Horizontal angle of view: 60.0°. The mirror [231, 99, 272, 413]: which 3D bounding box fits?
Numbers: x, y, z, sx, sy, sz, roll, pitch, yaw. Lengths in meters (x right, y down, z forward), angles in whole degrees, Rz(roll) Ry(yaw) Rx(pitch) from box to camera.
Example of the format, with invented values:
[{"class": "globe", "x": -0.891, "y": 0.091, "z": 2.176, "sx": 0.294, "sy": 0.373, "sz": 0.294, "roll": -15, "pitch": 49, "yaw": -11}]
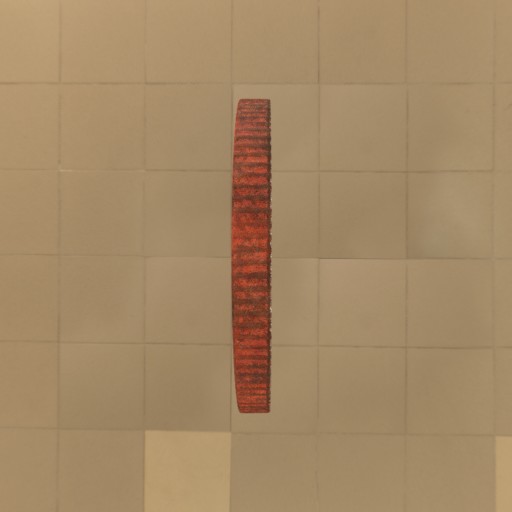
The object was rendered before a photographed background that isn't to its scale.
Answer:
[{"class": "mirror", "x": 0.000, "y": 0.000, "z": 0.911, "sx": 0.056, "sy": 0.609, "sz": 0.609, "roll": 0, "pitch": 90, "yaw": 1}]
